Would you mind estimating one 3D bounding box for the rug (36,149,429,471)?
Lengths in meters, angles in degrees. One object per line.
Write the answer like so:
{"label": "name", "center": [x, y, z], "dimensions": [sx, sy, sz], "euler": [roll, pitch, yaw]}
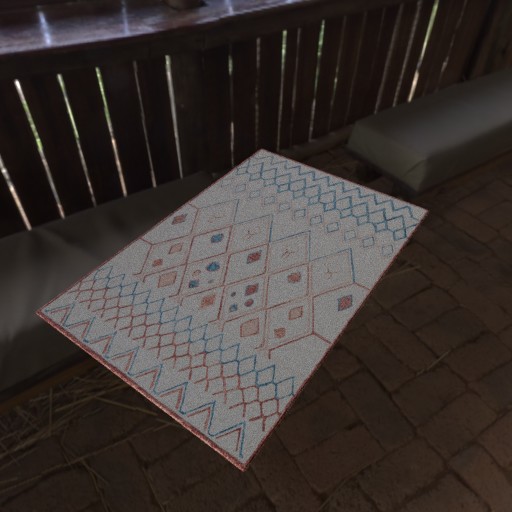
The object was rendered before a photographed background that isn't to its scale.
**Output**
{"label": "rug", "center": [0.000, 0.000, 2.349], "dimensions": [1.219, 0.016, 1.829], "euler": [26, 50, 25]}
